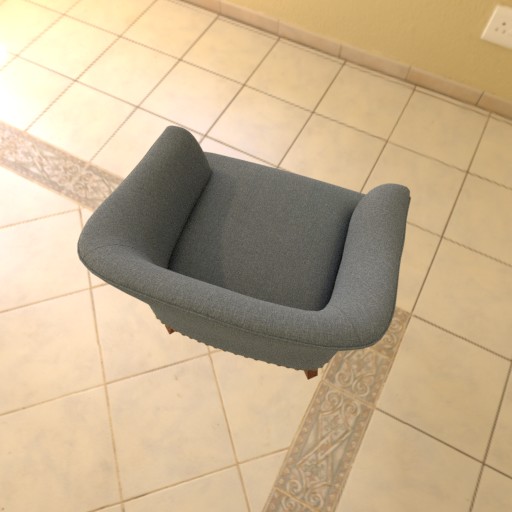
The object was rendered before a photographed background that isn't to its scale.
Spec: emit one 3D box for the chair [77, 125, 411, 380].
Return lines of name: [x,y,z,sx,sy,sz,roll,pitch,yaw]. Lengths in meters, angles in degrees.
chair: [0.000,0.000,1.409,0.798,0.815,0.704,17,65,8]
